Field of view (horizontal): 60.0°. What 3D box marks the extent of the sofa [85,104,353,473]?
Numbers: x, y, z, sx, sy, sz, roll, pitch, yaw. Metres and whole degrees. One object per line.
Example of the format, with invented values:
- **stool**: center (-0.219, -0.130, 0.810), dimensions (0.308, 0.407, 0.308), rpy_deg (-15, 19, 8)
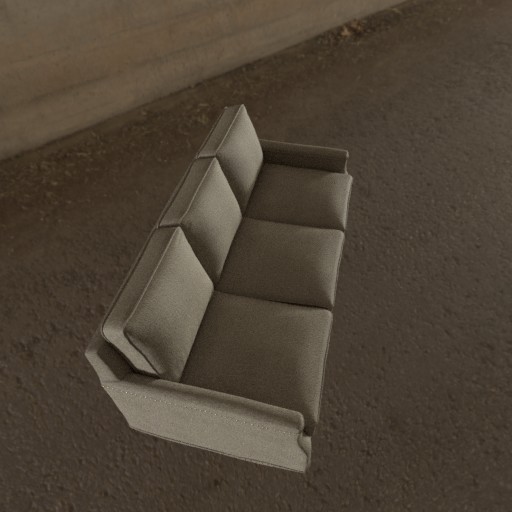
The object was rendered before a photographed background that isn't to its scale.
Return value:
- **sofa**: center (0.000, 0.000, 2.846), dimensions (1.084, 1.003, 2.246), rpy_deg (10, 48, 9)
